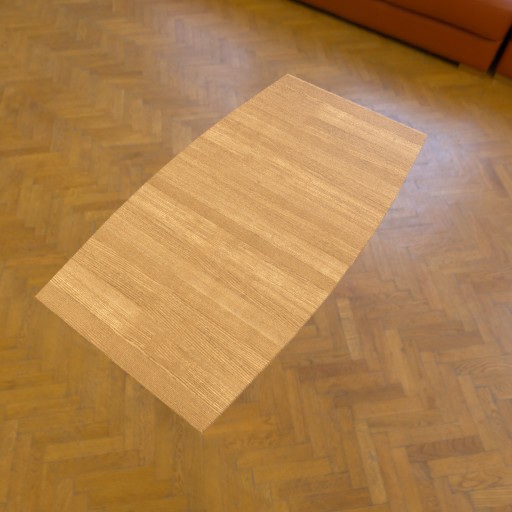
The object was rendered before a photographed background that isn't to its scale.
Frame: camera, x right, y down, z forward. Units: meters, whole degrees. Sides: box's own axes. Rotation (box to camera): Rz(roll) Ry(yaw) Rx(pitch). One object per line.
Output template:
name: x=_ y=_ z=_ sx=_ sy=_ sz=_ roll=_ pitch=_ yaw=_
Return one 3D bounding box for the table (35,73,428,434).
table: x=0.000 y=0.000 z=2.109 sx=0.900 sy=0.748 sz=1.598 roll=32 pitch=62 yaw=19
